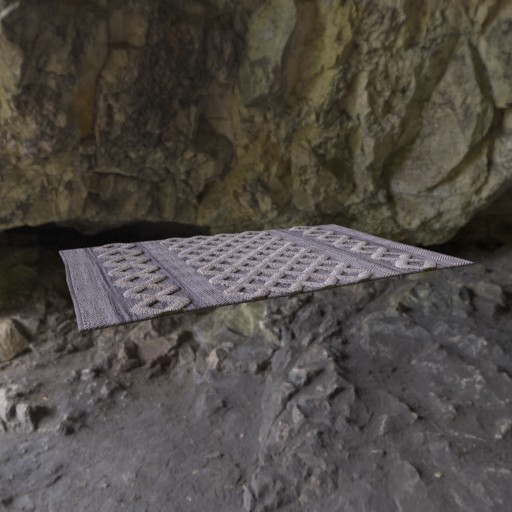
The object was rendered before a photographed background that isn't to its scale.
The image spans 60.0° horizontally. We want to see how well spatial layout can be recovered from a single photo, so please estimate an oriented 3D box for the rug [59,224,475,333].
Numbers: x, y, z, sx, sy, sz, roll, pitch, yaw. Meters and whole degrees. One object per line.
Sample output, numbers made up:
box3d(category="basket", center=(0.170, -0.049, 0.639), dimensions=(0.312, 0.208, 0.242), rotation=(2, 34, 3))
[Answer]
box3d(category="rug", center=(0.000, 0.000, 2.939), dimensions=(2.333, 0.033, 1.513), rotation=(-7, 16, -25))
